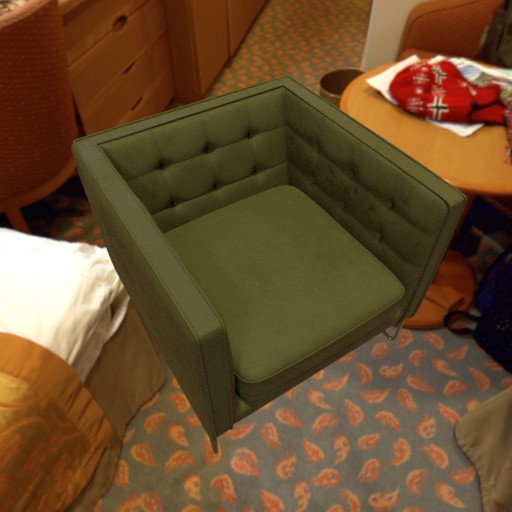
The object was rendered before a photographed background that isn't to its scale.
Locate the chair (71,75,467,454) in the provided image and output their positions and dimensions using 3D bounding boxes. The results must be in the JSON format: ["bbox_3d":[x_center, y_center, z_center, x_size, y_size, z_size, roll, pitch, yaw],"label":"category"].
[{"bbox_3d":[0.000,0.000,1.593,0.880,0.790,0.894,-25,52,-21],"label":"chair"}]
